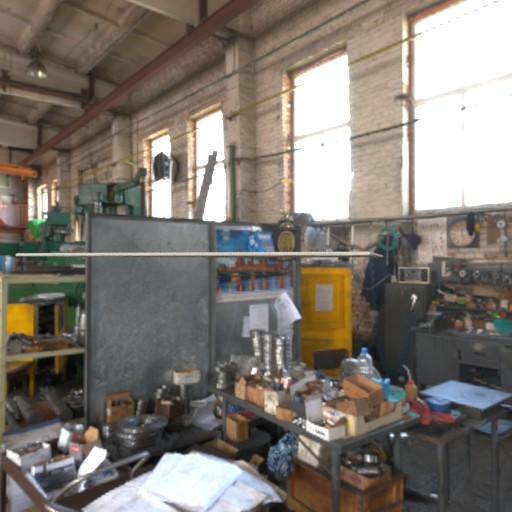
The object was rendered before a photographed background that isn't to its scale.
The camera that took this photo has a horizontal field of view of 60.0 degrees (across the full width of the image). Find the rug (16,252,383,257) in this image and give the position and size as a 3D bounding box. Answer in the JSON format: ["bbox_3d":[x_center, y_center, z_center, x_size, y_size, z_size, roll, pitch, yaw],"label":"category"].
[{"bbox_3d":[0.000,0.000,2.813,1.528,0.014,2.294,0,0,17],"label":"rug"}]
